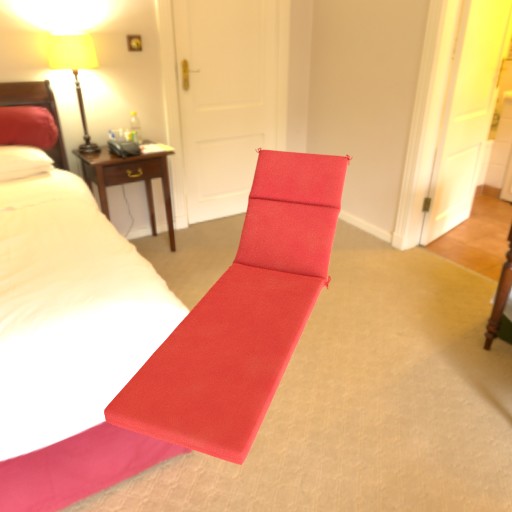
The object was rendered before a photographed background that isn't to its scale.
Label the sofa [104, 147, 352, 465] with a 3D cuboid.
[{"bbox_3d":[0.000,0.000,2.012,0.582,0.622,1.663,9,28,18],"label":"sofa"}]
